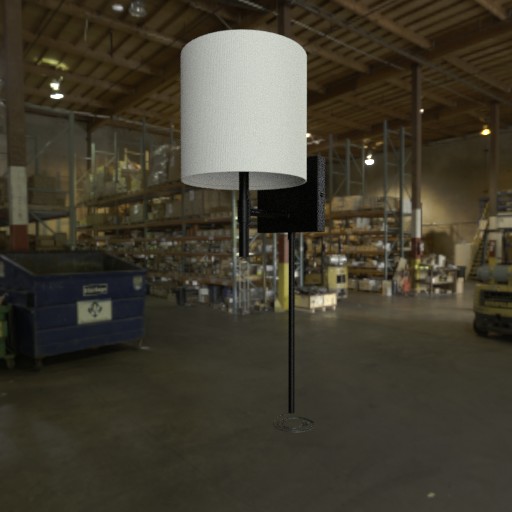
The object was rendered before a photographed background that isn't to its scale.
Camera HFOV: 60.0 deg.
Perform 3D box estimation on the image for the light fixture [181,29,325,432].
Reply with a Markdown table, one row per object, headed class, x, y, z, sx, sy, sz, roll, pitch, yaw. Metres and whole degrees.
| class | x | y | z | sx | sy | sz | roll | pitch | yaw |
| --- | --- | --- | --- | --- | --- | --- | --- | --- | --- |
| light fixture | 0.000 | 0.000 | 0.695 | 0.188 | 0.589 | 0.248 | 1 | 1 | 37 |
